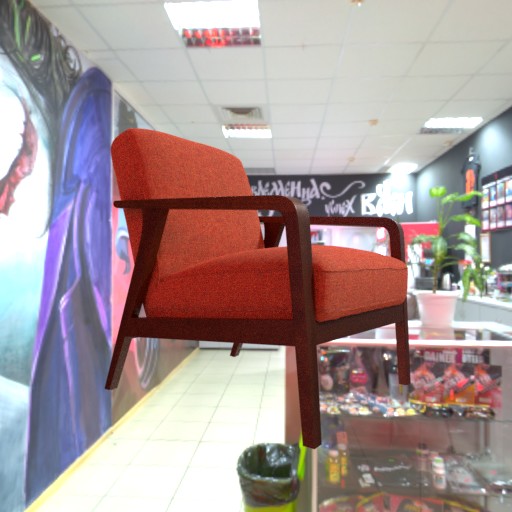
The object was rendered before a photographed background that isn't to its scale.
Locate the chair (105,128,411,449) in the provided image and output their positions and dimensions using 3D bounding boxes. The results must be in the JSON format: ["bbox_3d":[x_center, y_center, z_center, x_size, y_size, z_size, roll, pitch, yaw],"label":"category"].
[{"bbox_3d":[0.000,0.000,1.514,0.860,0.890,0.719,-1,-1,37],"label":"chair"}]
